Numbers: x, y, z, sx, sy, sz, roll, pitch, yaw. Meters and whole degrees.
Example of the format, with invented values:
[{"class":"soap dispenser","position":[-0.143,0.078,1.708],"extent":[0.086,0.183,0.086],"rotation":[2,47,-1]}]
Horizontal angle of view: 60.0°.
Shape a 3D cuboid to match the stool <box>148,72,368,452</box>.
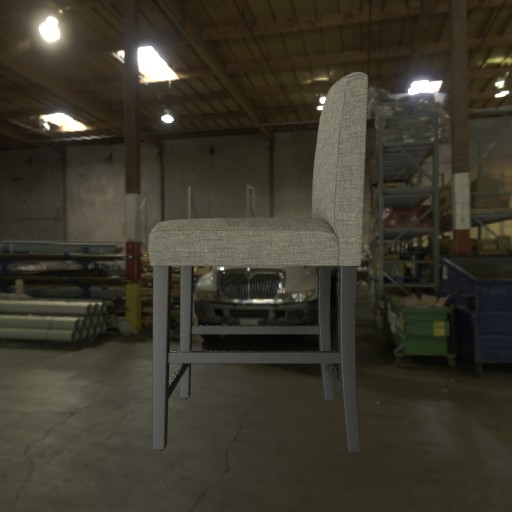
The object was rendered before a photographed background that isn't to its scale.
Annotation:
[{"class":"stool","position":[0.000,0.000,1.295],"extent":[0.552,0.966,0.451],"rotation":[0,1,0]}]
